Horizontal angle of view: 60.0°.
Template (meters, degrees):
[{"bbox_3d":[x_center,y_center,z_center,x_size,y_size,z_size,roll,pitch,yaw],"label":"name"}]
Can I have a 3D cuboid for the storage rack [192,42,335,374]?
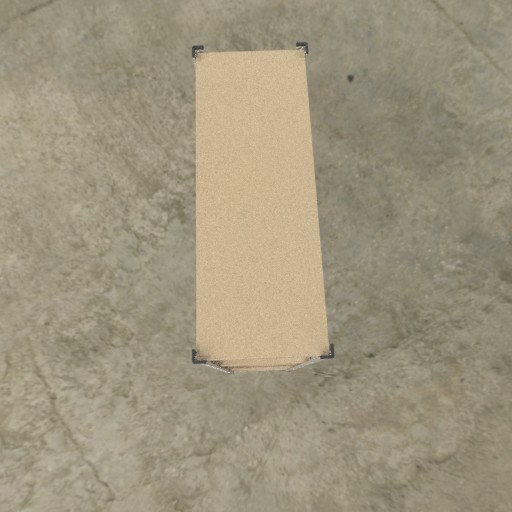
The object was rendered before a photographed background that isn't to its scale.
[{"bbox_3d":[0.000,0.000,2.456,0.457,1.829,1.219,-2,74,-1],"label":"storage rack"}]
